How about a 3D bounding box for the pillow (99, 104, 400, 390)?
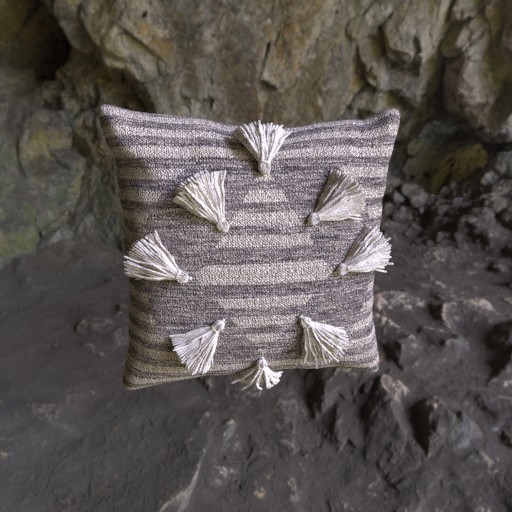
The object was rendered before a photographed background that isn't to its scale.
[{"bbox_3d":[0.000,0.000,0.760,0.484,0.490,0.234,-2,16,-8],"label":"pillow"}]
